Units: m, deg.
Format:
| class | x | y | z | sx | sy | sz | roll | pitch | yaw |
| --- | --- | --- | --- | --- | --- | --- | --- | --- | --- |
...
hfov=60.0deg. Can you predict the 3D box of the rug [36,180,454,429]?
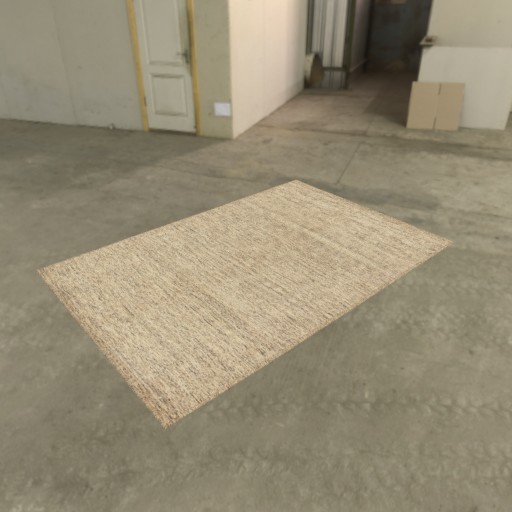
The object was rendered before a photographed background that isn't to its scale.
| class | x | y | z | sx | sy | sz | roll | pitch | yaw |
| --- | --- | --- | --- | --- | --- | --- | --- | --- | --- |
| rug | 0.000 | 0.000 | 2.307 | 1.822 | 0.018 | 1.211 | -24 | 39 | -34 |
